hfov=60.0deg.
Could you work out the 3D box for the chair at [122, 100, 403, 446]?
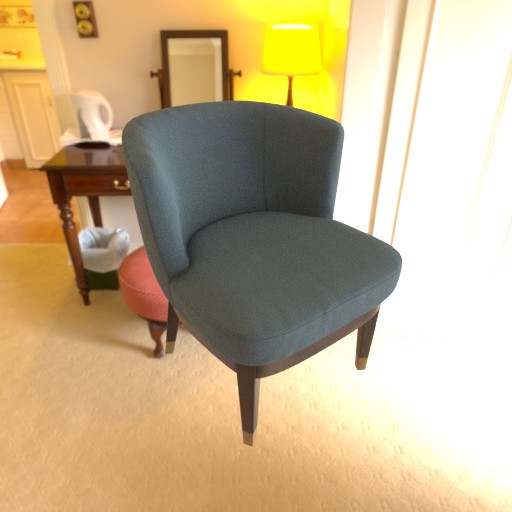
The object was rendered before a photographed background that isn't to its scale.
[{"bbox_3d":[0.000,0.000,1.302,0.661,0.760,0.702,-22,36,-32],"label":"chair"}]
